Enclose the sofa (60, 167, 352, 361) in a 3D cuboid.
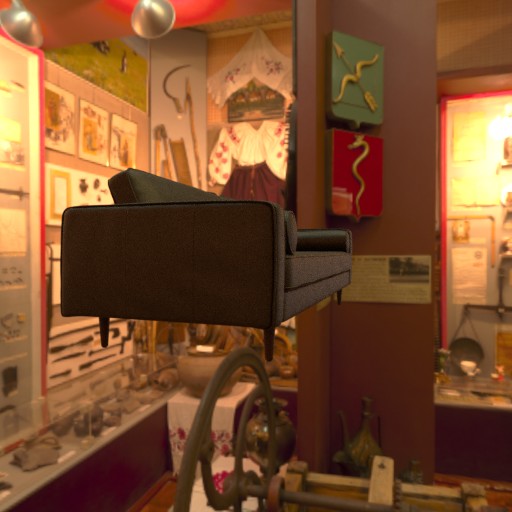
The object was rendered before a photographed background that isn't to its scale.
[{"bbox_3d":[0.000,0.000,2.625,0.914,0.762,2.210,0,1,19],"label":"sofa"}]
